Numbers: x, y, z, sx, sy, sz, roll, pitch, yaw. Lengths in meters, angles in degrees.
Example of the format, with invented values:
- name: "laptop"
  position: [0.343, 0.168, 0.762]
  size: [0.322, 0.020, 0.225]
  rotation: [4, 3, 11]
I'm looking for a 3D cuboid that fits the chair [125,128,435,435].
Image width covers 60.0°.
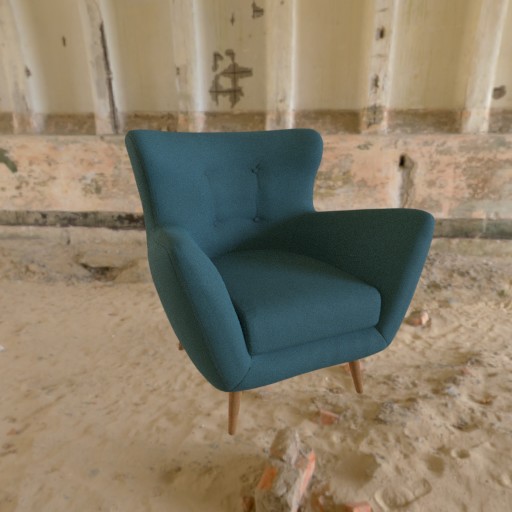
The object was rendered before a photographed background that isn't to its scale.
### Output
- name: "chair"
  position: [0.000, 0.000, 1.622]
  size: [0.890, 0.889, 0.889]
  rotation: [-8, 18, -25]
